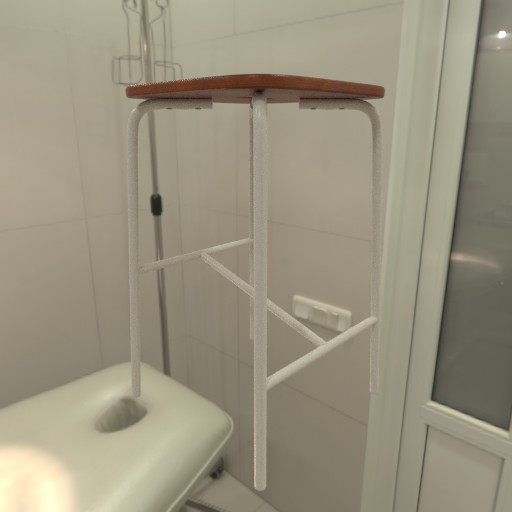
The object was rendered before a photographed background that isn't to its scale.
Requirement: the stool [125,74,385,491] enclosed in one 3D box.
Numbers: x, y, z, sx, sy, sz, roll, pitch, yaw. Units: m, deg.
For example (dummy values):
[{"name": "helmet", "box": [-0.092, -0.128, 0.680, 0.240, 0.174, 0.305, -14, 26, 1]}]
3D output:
[{"name": "stool", "box": [0.000, 0.000, 0.856, 0.376, 0.610, 0.376, 15, 22, 41]}]
